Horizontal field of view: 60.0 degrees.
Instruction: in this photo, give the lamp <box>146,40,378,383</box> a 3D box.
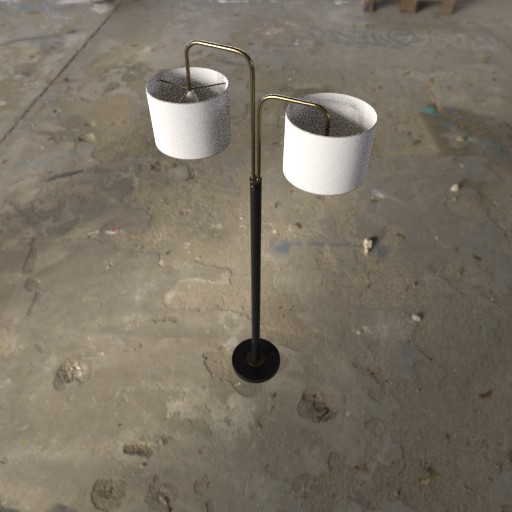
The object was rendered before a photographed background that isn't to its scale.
[{"bbox_3d":[0.000,0.000,1.767,0.711,1.587,0.254,17,48,16],"label":"lamp"}]
